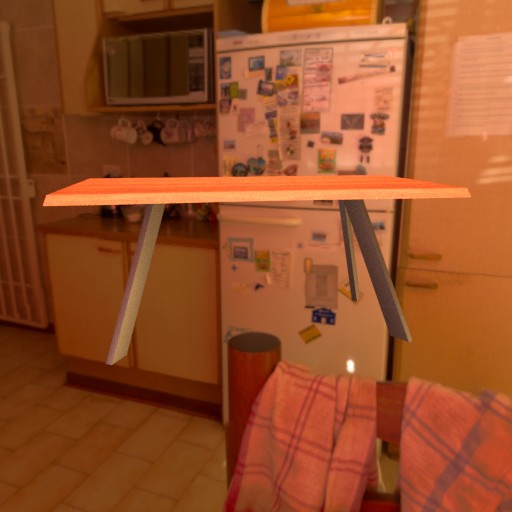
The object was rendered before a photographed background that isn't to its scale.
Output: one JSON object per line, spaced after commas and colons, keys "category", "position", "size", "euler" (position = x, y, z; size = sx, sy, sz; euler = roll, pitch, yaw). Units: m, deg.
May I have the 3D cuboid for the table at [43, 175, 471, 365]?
{"category": "table", "position": [0.000, 0.000, 2.350], "size": [1.800, 0.770, 0.900], "euler": [-2, 14, -9]}
